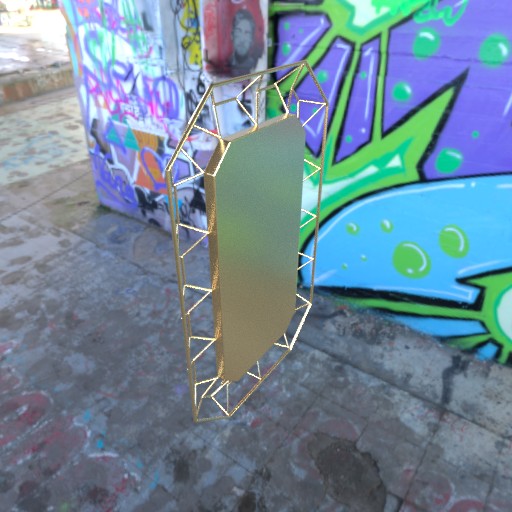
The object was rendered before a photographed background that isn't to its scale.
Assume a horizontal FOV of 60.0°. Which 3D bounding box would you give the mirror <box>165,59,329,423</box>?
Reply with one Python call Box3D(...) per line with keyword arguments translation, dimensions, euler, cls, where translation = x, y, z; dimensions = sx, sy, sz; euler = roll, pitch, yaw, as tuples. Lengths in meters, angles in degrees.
Box3D(translation=(0.000, 0.000, 1.104), dimensions=(0.051, 0.870, 0.572), euler=(21, 38, 29), cls="mirror")
